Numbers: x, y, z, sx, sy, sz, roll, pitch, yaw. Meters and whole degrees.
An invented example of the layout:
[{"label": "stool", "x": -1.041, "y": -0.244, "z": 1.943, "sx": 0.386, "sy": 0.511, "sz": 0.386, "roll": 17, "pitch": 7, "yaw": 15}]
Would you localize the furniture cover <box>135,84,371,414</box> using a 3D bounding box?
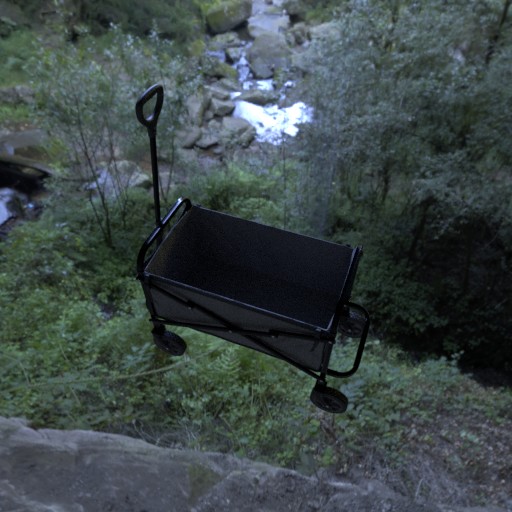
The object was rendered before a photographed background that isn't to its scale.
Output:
[{"label": "furniture cover", "x": 0.000, "y": 0.000, "z": 1.815, "sx": 1.038, "sy": 1.295, "sz": 0.532, "roll": 16, "pitch": 49, "yaw": 14}]
